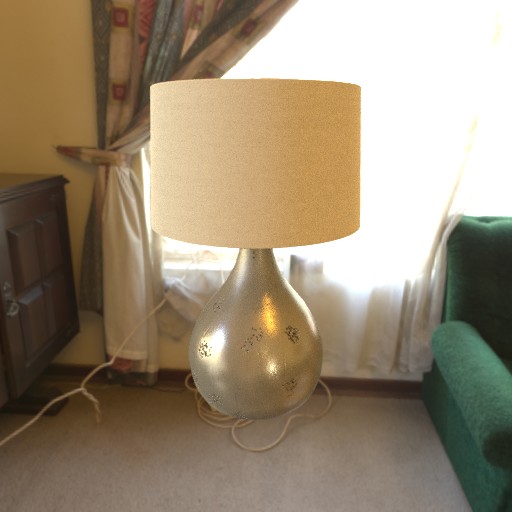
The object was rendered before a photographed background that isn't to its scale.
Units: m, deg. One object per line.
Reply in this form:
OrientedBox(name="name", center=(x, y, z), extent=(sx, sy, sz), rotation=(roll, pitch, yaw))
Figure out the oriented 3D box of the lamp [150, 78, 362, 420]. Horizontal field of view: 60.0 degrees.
OrientedBox(name="lamp", center=(0.000, 0.000, 0.733), extent=(0.330, 0.521, 0.330), rotation=(0, 17, 0))
